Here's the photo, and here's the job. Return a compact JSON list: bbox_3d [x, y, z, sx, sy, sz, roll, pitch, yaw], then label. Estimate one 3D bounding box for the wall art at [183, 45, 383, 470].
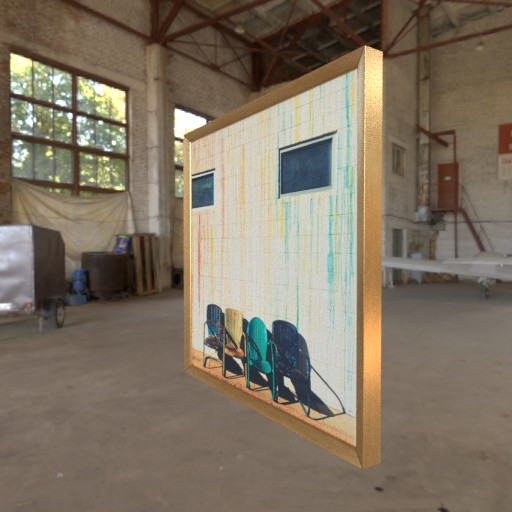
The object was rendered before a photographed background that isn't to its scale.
[{"bbox_3d":[0.000,0.000,0.445,0.019,0.302,0.302,-1,1,-34],"label":"wall art"}]
